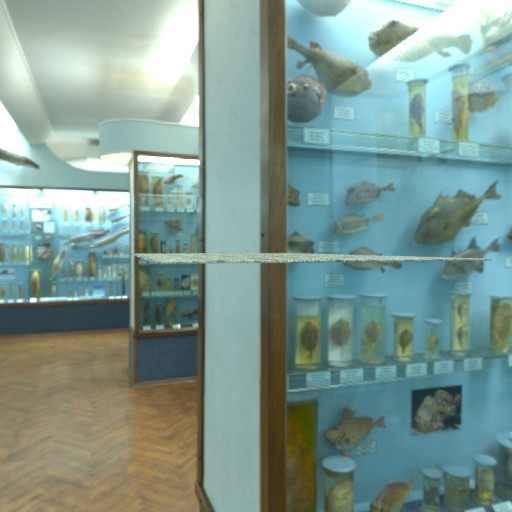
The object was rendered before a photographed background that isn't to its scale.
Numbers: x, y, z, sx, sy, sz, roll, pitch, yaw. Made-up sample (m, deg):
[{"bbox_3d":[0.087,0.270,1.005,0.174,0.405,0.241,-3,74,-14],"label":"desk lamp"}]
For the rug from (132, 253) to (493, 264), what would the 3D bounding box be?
[{"bbox_3d":[0.000,0.000,2.013,1.035,0.006,1.652,0,1,-18],"label":"rug"}]
